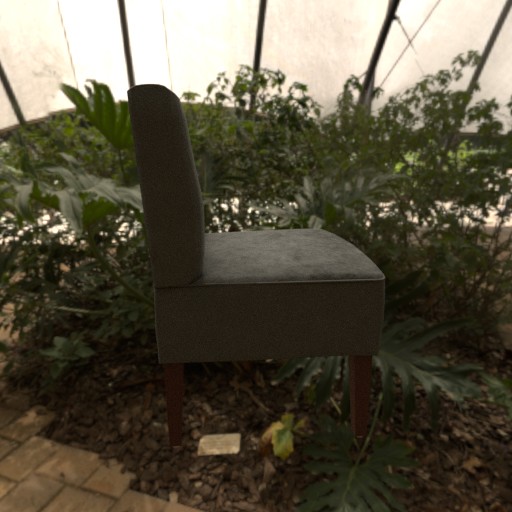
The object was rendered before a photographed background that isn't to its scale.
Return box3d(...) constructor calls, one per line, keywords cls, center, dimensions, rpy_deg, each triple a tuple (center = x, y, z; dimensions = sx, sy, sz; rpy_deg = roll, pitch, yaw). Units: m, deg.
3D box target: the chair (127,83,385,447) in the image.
box3d(cls="chair", center=(0.000, 0.000, 1.152), dimensions=(0.554, 0.806, 0.521), rpy_deg=(-2, 16, -8))
